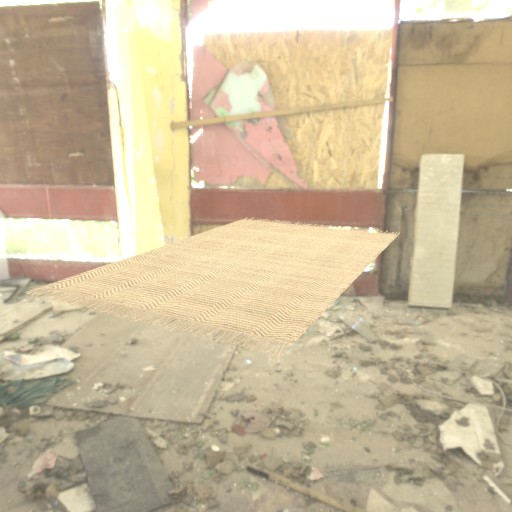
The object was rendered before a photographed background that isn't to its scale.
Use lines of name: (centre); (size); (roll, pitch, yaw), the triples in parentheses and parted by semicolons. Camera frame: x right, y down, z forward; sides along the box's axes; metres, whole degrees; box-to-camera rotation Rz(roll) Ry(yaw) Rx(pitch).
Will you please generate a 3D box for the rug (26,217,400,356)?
rug: (0.000, 0.000, 2.505); (1.224, 0.027, 2.021); (8, 17, 27)
